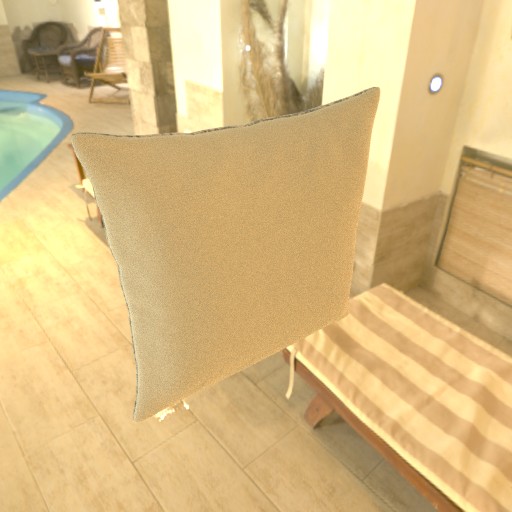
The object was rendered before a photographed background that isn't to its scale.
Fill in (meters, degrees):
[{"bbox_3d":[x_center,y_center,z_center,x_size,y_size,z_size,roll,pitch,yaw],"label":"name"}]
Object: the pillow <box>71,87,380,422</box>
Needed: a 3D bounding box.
[{"bbox_3d":[0.000,0.000,0.769,0.523,0.510,0.166,-20,36,-29],"label":"pillow"}]
